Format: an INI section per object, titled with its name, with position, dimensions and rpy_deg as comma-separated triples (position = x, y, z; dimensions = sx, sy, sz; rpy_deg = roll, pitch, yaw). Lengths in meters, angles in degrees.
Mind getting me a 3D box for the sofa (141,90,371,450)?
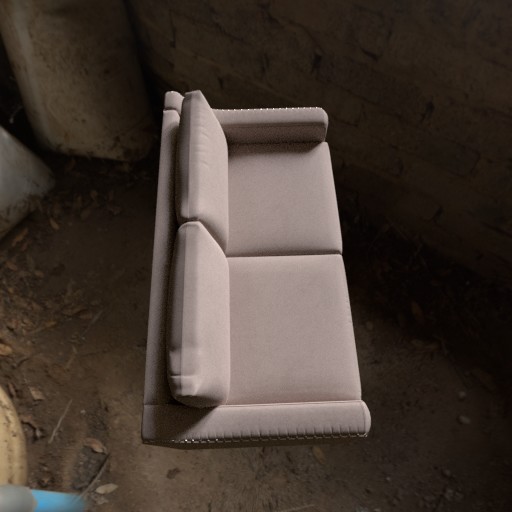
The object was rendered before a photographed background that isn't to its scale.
[sofa]
position = 0.000, 0.000, 2.523
dimensions = 1.030, 0.901, 1.967
rpy_deg = -2, 64, -1
